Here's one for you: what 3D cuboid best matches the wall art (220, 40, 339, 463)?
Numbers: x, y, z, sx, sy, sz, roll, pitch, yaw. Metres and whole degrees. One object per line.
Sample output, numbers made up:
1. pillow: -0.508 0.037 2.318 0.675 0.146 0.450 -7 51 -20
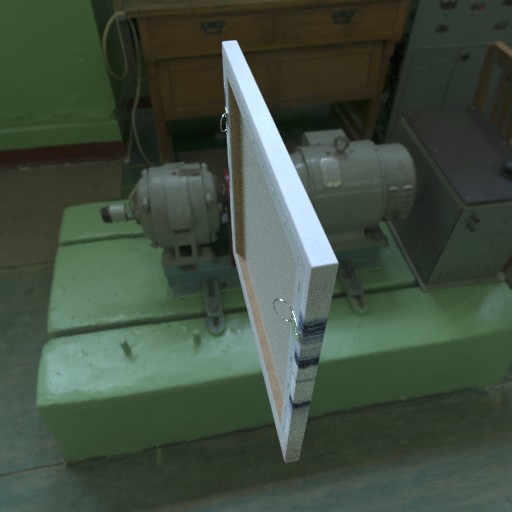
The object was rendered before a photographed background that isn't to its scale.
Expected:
1. wall art: 0.000 0.000 1.101 0.065 0.747 0.755 -9 48 -8
